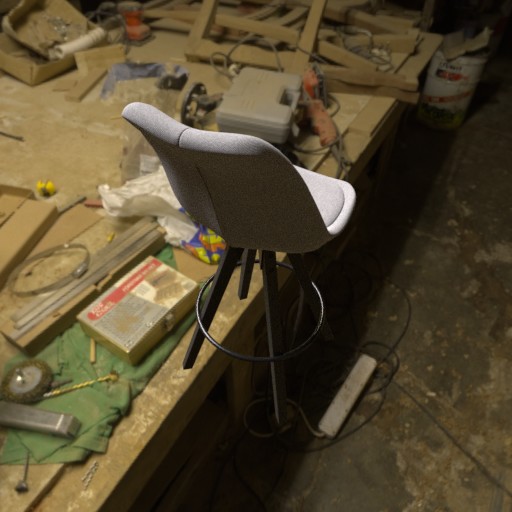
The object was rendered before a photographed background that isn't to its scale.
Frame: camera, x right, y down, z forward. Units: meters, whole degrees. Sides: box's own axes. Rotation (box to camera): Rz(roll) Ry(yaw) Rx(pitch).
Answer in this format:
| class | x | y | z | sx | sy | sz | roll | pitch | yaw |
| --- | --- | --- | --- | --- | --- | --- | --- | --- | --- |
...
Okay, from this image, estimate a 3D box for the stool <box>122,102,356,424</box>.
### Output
| class | x | y | z | sx | sy | sz | roll | pitch | yaw |
| --- | --- | --- | --- | --- | --- | --- | --- | --- | --- |
| stool | 0.000 | 0.000 | 1.347 | 0.485 | 1.115 | 0.550 | 23 | 50 | 21 |
